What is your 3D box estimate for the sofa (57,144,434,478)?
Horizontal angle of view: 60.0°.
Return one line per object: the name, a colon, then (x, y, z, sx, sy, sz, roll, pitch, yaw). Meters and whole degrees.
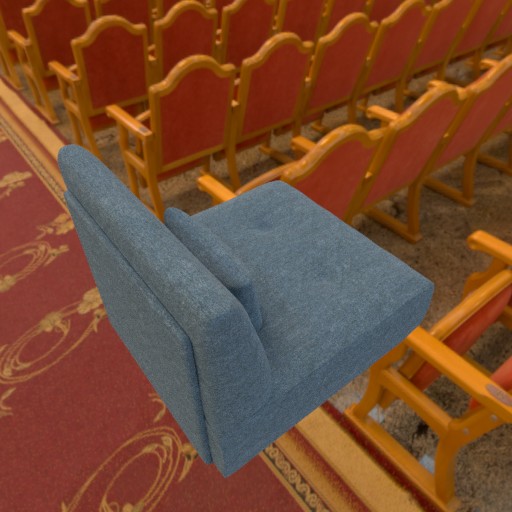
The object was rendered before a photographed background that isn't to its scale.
sofa: (0.000, 0.000, 1.631, 1.000, 0.820, 0.930, -28, 50, -27)
